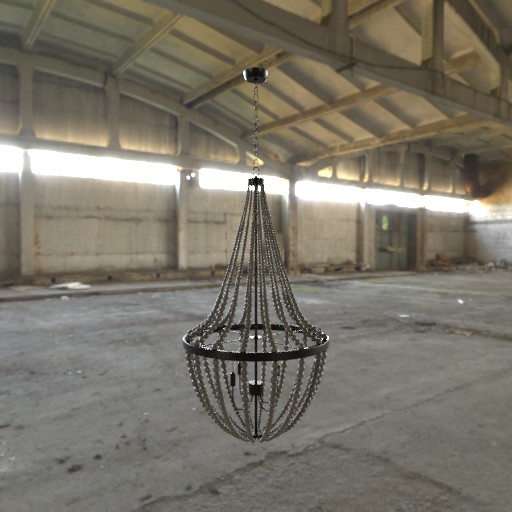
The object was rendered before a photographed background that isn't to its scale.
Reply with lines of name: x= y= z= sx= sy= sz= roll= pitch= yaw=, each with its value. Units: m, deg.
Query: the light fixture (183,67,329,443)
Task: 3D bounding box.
light fixture: x=0.000 y=0.000 z=1.378 sx=0.450 sy=1.133 sz=0.450 roll=0 pitch=1 yaw=0
